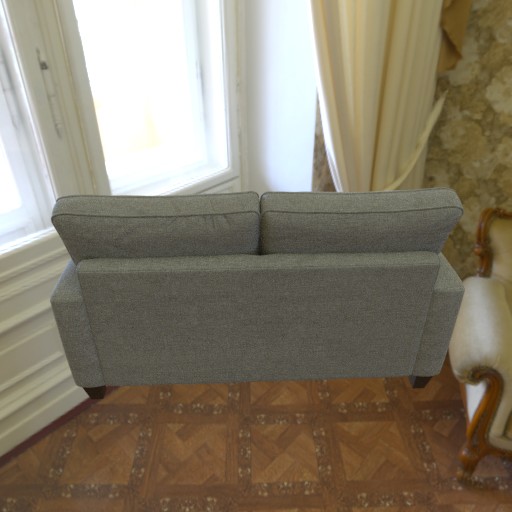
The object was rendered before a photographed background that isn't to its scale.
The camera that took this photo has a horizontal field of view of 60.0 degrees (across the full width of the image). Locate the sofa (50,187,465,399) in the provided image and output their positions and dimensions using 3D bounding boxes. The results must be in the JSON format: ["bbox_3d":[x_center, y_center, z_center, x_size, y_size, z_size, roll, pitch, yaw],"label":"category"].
[{"bbox_3d":[0.000,0.000,2.163,1.651,0.965,0.965,-1,32,-2],"label":"sofa"}]
